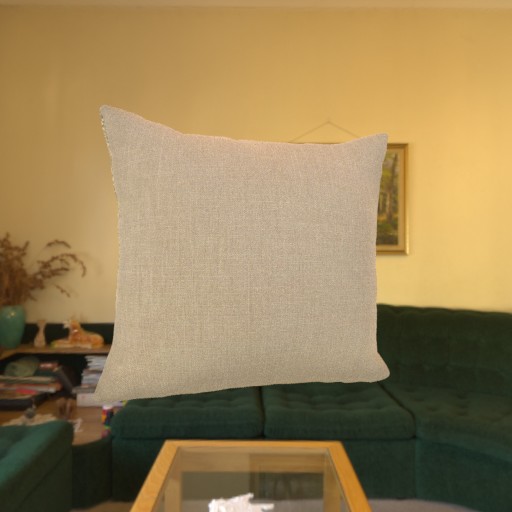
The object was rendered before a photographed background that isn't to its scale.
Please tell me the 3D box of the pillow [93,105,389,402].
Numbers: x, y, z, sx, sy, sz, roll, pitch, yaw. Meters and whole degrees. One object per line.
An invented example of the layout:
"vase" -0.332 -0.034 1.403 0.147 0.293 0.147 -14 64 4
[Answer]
"pillow" 0.000 0.000 0.790 0.546 0.487 0.180 0 0 -17
